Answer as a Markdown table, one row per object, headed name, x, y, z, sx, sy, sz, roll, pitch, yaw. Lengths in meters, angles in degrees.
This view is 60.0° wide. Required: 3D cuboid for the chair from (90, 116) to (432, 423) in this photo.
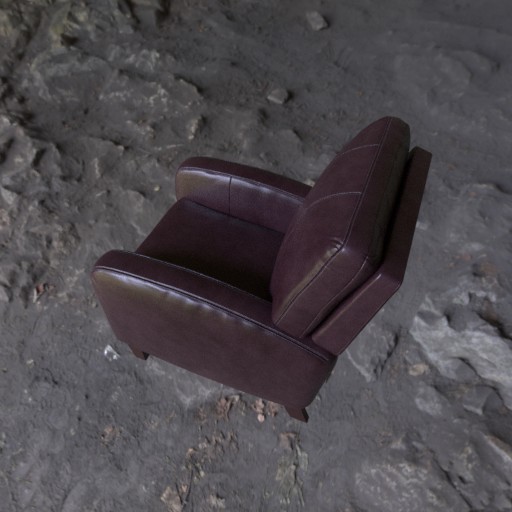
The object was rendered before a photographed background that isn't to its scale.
| name | x | y | z | sx | sy | sz | roll | pitch | yaw |
| --- | --- | --- | --- | --- | --- | --- | --- | --- | --- |
| chair | 0.000 | 0.000 | 1.659 | 0.990 | 0.990 | 0.762 | 17 | 50 | 15 |
